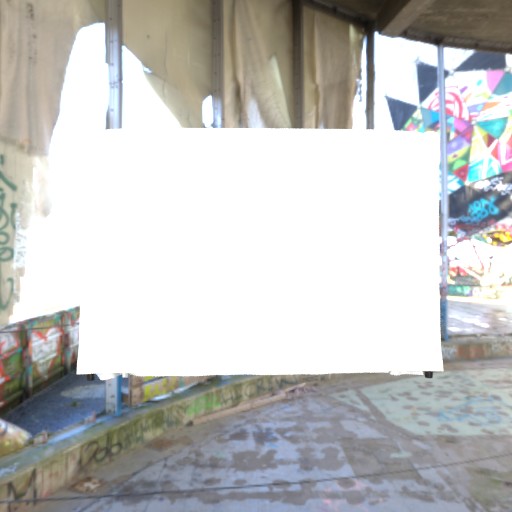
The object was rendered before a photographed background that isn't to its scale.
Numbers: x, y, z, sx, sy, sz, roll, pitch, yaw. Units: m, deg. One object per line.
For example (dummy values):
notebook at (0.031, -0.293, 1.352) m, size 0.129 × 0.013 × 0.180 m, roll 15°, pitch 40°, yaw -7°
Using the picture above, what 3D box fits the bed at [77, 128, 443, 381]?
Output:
bed at (0.000, 0.000, 3.438) m, size 1.925 × 1.332 × 2.276 m, roll 0°, pitch -1°, yaw -2°
